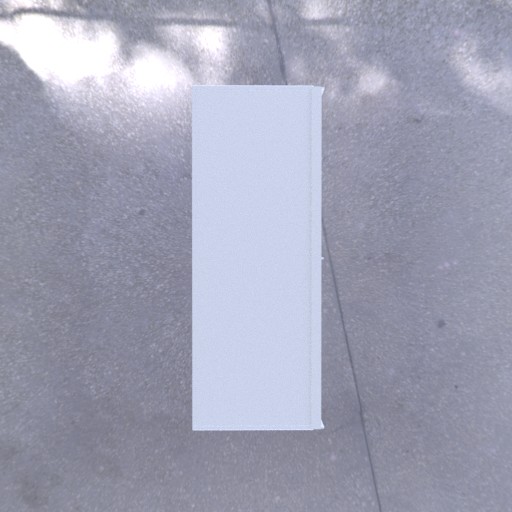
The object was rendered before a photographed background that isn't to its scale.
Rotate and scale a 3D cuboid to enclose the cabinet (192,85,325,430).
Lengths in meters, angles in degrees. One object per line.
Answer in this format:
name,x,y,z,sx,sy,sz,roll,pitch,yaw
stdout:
cabinet,0.000,0.000,2.680,0.480,2.160,1.250,0,90,0
